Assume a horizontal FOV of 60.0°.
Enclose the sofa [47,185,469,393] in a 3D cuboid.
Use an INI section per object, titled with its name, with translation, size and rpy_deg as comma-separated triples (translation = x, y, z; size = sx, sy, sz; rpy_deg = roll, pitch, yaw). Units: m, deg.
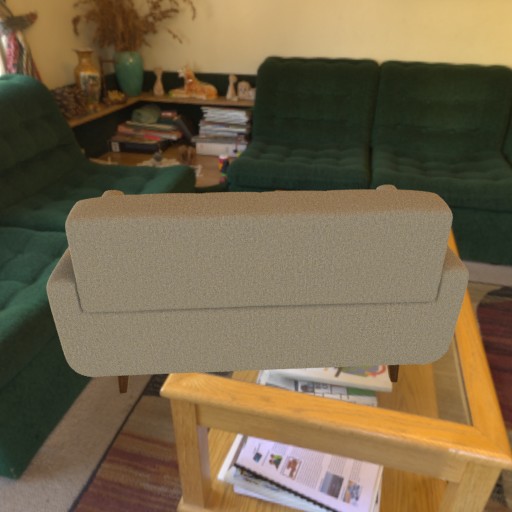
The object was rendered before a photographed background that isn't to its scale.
[sofa]
translation = 0.000, 0.000, 2.189
size = 1.651, 0.925, 0.952
rpy_deg = -2, 30, -3
